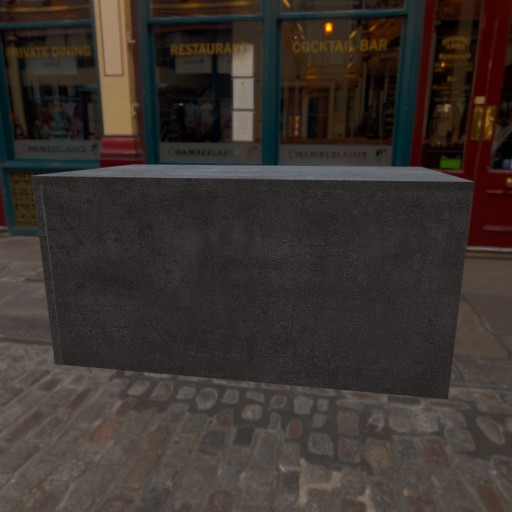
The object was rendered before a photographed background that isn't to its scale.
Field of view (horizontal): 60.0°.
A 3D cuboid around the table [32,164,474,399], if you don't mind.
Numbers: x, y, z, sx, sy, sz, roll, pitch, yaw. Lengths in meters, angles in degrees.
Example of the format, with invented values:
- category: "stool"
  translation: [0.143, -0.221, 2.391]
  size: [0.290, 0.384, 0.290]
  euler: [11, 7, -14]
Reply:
- category: "table"
  translation: [0.000, 0.000, 0.923]
  size: [0.700, 0.350, 0.400]
  euler: [2, 15, 9]
